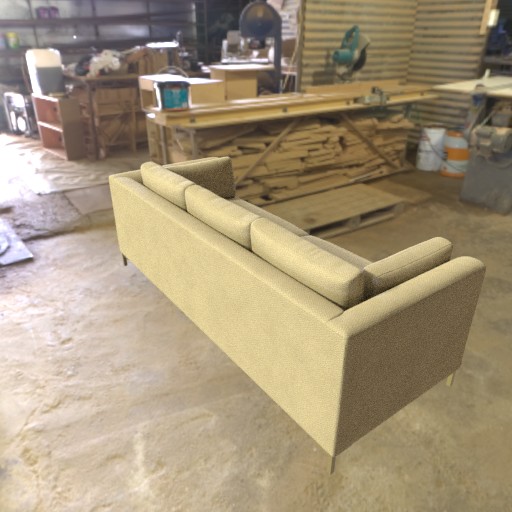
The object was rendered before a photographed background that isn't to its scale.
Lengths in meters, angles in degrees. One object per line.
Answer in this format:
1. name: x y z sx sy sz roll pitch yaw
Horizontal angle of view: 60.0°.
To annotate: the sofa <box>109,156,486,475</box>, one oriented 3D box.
1. sofa: 0.000 0.000 2.832 0.969 0.867 2.415 -18 32 -32
